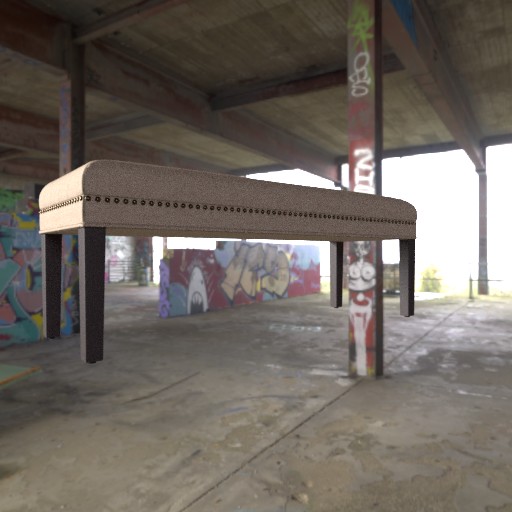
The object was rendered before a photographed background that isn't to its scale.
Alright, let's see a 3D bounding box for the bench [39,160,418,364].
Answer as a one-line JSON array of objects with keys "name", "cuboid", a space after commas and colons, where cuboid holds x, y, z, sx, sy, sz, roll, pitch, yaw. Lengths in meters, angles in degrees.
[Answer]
[{"name": "bench", "cuboid": [0.000, 0.000, 1.446, 1.219, 0.457, 0.410, 0, 0, -38]}]
